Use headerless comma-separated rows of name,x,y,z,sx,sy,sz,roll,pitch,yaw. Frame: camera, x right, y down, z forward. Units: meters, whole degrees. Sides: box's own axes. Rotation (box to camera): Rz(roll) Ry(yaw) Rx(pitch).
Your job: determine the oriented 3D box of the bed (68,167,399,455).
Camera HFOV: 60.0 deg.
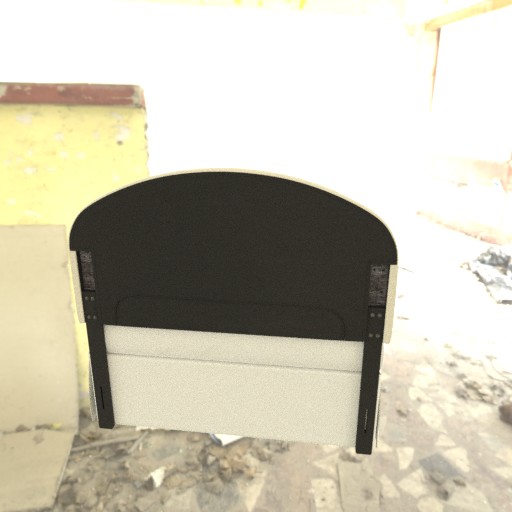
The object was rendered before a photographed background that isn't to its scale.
bed,0.000,0.000,3.040,1.607,1.410,2.005,2,18,8
